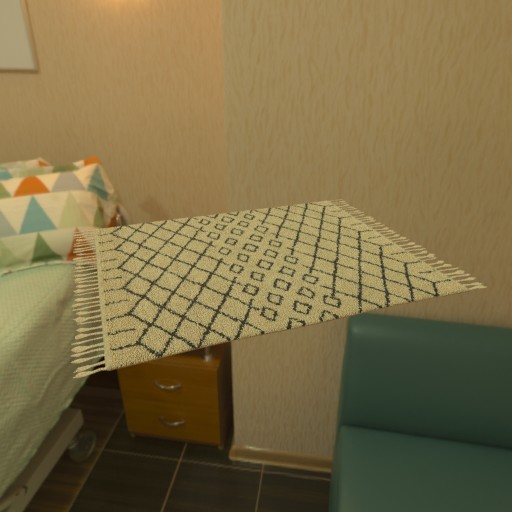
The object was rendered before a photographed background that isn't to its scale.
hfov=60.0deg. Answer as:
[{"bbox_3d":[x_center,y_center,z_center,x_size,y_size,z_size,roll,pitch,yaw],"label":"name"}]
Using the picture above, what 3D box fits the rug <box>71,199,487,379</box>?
[{"bbox_3d":[0.000,0.000,4.126,3.213,0.030,2.388,-9,27,-18],"label":"rug"}]
